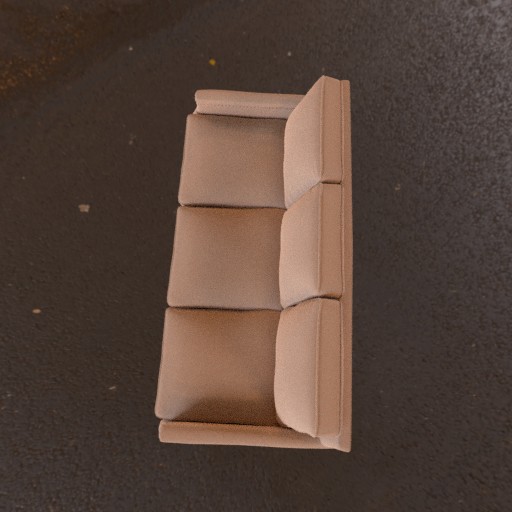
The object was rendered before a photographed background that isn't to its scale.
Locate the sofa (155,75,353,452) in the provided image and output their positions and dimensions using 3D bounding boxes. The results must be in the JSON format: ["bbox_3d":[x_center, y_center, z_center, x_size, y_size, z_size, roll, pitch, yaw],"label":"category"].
[{"bbox_3d":[0.000,0.000,2.828,1.084,1.003,2.246,3,74,1],"label":"sofa"}]
